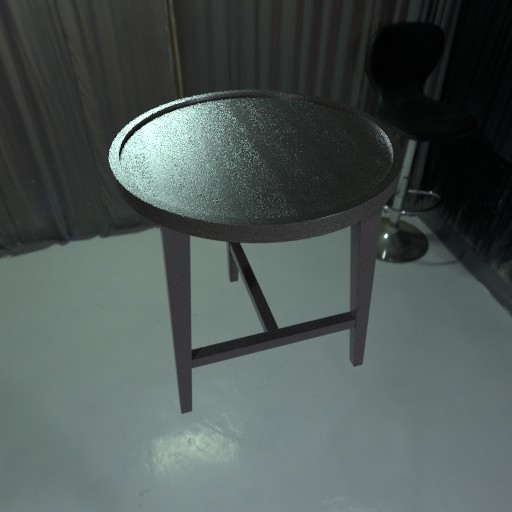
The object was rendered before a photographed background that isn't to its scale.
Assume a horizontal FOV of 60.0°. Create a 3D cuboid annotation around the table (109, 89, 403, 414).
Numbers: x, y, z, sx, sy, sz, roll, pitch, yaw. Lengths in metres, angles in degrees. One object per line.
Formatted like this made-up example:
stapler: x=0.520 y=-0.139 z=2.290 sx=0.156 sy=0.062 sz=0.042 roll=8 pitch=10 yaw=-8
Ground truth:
table: x=0.000 y=0.000 z=0.949 sx=0.500 sy=0.531 sz=0.500 roll=0 pitch=40 yaw=0
